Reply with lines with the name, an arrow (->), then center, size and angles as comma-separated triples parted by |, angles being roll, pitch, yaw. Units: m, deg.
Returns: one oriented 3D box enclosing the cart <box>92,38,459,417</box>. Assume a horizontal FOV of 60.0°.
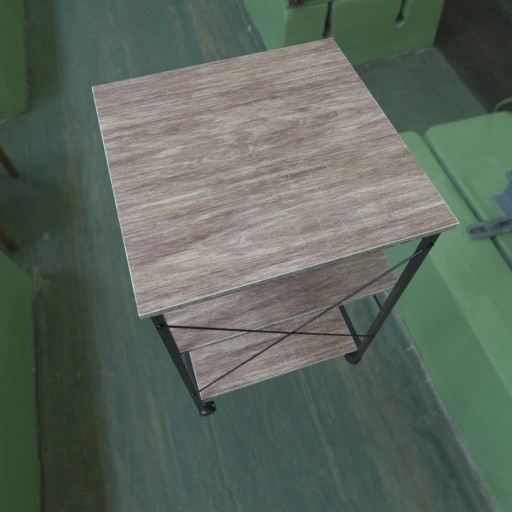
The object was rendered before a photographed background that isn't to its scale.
cart -> 0.000, 0.000, 1.127 | 0.521, 0.762, 0.520 | -16, 60, -9
